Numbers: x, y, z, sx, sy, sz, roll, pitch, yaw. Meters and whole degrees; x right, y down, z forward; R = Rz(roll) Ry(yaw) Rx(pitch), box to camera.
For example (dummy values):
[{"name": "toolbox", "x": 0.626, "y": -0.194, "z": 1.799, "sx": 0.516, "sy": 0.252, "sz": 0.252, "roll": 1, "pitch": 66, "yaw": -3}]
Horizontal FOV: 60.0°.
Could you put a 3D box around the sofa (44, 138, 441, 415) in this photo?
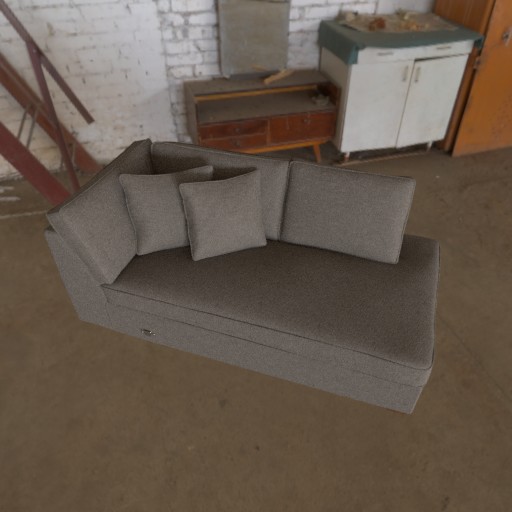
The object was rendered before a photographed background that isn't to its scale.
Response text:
[{"name": "sofa", "x": 0.000, "y": 0.000, "z": 2.819, "sx": 2.237, "sy": 1.033, "sz": 1.110, "roll": 12, "pitch": 43, "yaw": 14}]
